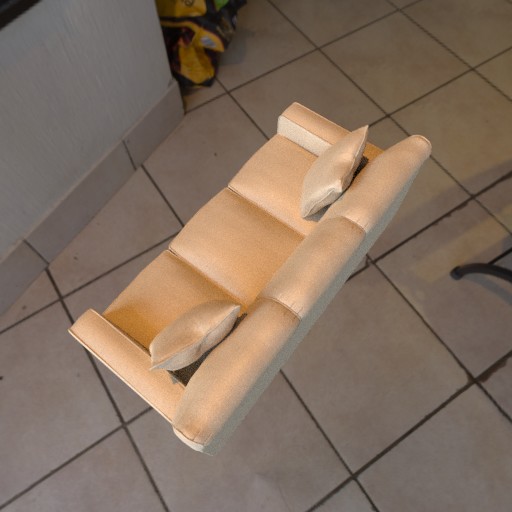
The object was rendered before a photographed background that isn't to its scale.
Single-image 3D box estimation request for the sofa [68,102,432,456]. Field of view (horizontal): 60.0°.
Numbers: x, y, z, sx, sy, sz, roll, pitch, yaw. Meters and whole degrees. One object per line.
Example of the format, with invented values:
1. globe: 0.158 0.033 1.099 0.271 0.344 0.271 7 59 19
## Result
1. sofa: 0.000 0.000 2.638 0.997 0.958 2.024 35 69 16
